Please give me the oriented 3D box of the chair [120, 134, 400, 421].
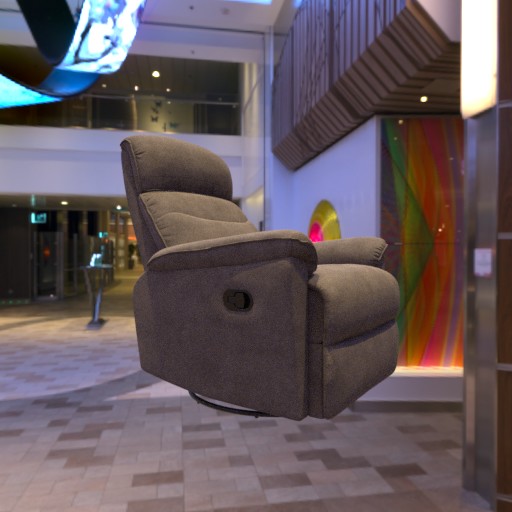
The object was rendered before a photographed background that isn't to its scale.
[{"bbox_3d":[0.000,0.000,1.780,1.009,1.036,0.830,0,0,34],"label":"chair"}]
